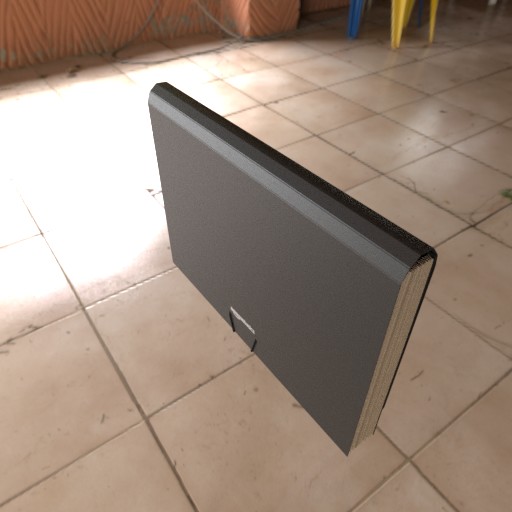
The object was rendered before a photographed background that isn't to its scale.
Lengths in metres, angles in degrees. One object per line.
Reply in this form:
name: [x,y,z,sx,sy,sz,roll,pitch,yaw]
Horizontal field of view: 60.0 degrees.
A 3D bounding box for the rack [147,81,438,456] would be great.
rack: [0.000,0.000,0.435,0.041,0.241,0.330,-26,48,-27]
